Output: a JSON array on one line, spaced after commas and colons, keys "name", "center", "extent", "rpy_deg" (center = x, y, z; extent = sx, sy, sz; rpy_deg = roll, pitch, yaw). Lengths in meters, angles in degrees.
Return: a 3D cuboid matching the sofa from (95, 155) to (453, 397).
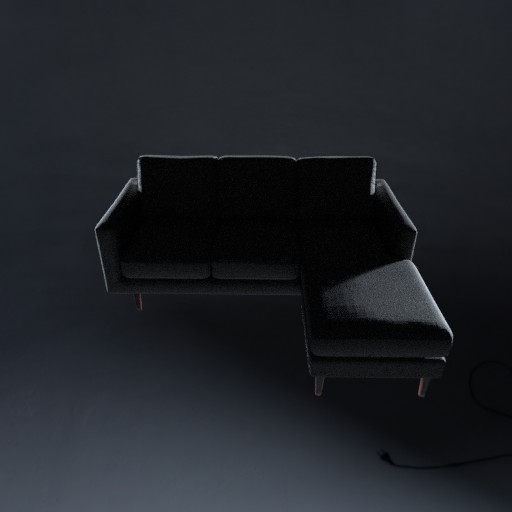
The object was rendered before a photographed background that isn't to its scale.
[{"name": "sofa", "center": [0.000, 0.000, 2.956], "extent": [2.055, 0.957, 1.667], "rpy_deg": [0, 31, 1]}]
